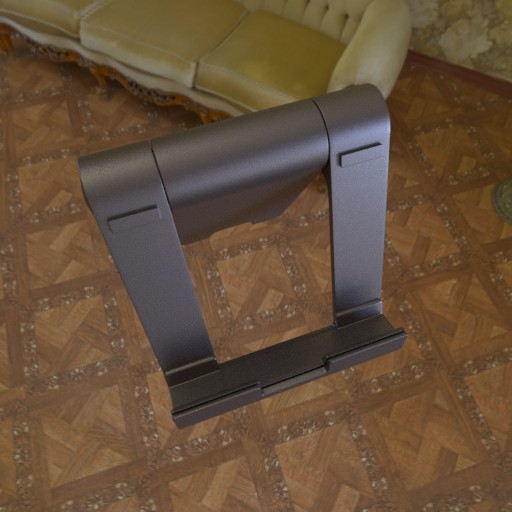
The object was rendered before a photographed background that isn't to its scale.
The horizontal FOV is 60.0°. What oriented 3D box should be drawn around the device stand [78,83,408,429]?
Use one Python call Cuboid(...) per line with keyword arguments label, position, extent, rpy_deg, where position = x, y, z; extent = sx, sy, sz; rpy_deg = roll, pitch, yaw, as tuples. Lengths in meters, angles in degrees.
Cuboid(label="device stand", position=(0.000, 0.000, 0.149), extent=(0.088, 0.084, 0.079), rpy_deg=(-17, 63, -9))
